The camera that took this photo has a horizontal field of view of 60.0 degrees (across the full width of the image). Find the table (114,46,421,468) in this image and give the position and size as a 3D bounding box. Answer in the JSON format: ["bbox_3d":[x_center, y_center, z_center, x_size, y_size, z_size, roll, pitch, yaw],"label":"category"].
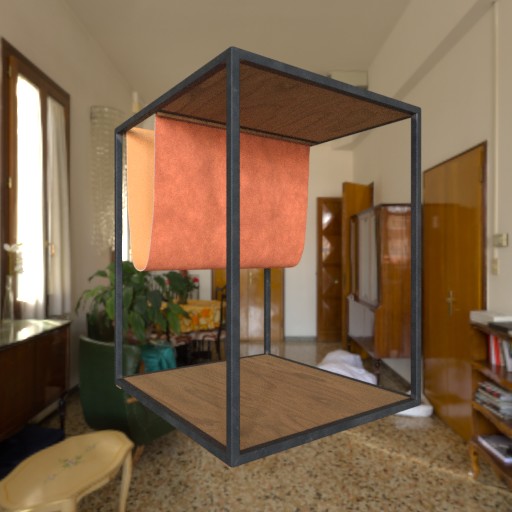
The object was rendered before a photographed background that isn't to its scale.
[{"bbox_3d":[0.000,0.000,0.853,0.399,0.536,0.450,0,0,-36],"label":"table"}]
